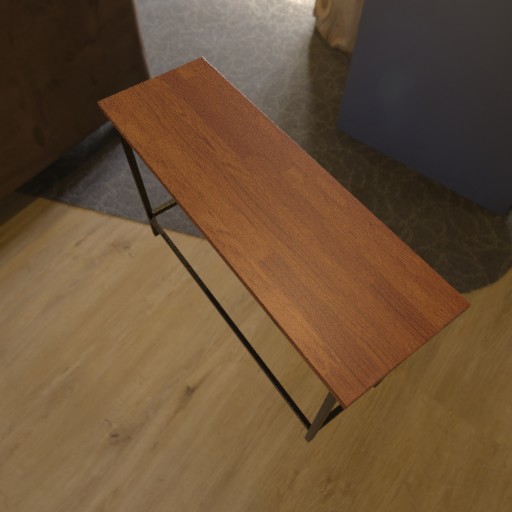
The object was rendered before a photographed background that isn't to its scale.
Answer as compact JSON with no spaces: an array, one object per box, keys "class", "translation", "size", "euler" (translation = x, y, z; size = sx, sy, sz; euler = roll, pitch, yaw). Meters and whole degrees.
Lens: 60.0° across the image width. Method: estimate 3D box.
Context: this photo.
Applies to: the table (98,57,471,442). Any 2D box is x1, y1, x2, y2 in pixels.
[{"class":"table","translation":[0.000,0.000,1.574],"size":[0.408,0.740,1.204],"euler":[-32,64,-18]}]
